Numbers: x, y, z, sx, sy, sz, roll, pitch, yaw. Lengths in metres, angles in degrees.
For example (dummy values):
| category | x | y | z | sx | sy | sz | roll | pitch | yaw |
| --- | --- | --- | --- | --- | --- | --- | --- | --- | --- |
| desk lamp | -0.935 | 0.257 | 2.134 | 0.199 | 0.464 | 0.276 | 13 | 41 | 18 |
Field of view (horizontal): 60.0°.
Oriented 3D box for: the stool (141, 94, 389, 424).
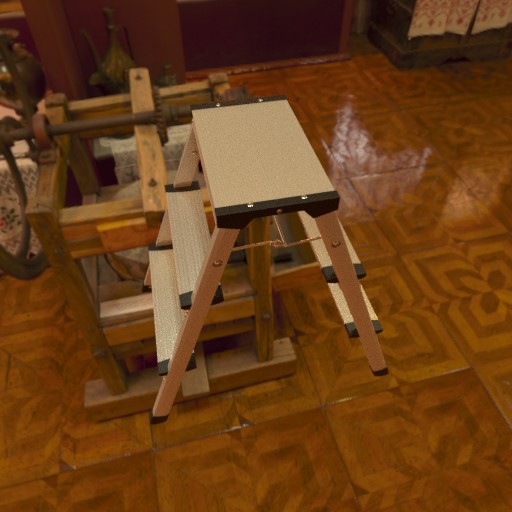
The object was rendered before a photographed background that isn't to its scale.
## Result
| category | x | y | z | sx | sy | sz | roll | pitch | yaw |
| --- | --- | --- | --- | --- | --- | --- | --- | --- | --- |
| stool | 0.000 | 0.000 | 1.037 | 0.622 | 0.605 | 0.437 | -9 | 48 | -8 |
